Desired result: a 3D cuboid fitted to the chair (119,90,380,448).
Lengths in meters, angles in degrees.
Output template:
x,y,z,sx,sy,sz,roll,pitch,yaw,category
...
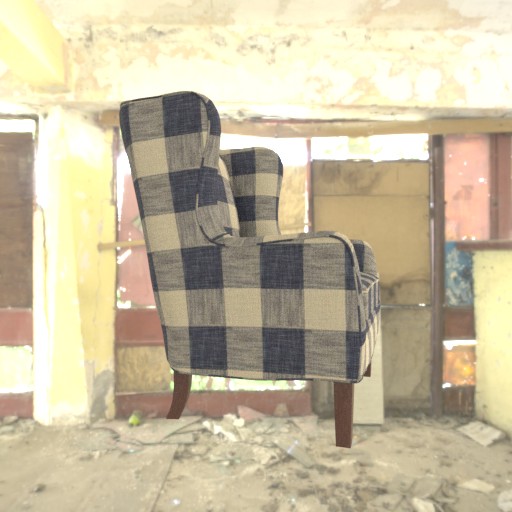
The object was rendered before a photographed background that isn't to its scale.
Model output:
x,y,z,sx,sy,sz,roll,pitch,yaw,category
0.000,0.000,1.696,0.889,1.041,0.830,0,0,18,chair
